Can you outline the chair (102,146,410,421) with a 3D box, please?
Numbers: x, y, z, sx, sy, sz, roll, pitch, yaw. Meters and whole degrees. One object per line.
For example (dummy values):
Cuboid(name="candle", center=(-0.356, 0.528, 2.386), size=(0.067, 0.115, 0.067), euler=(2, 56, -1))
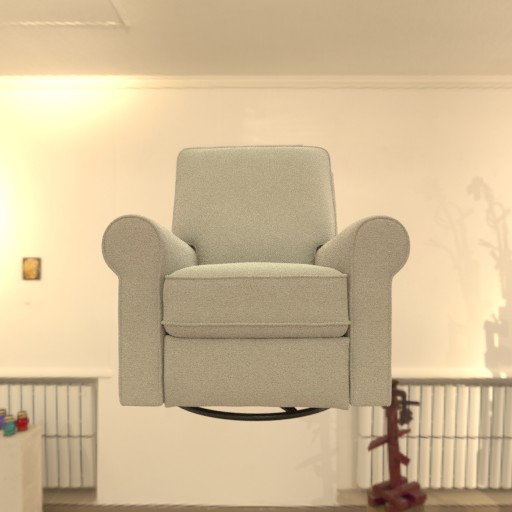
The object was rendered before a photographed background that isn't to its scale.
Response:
Cuboid(name="chair", center=(0.000, 0.000, 1.661), size=(0.890, 0.960, 0.878), euler=(0, 1, 0))
